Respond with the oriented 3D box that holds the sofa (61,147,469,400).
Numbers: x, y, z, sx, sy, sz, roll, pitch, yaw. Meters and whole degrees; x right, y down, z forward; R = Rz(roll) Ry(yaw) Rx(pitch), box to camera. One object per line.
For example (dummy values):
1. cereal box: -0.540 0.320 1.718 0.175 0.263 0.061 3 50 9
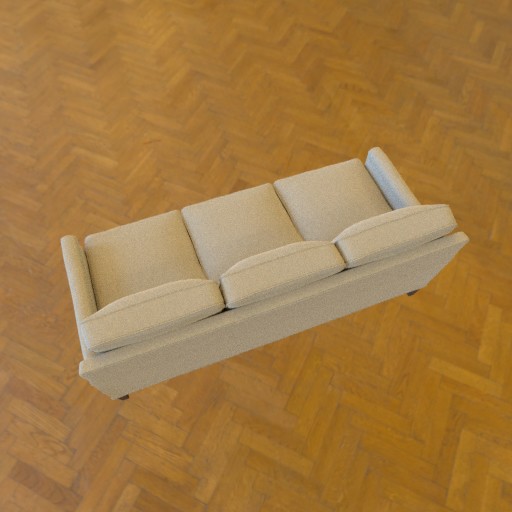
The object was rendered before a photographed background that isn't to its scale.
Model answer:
1. sofa: 0.000 0.000 2.823 2.246 1.003 1.084 -18 60 -11
